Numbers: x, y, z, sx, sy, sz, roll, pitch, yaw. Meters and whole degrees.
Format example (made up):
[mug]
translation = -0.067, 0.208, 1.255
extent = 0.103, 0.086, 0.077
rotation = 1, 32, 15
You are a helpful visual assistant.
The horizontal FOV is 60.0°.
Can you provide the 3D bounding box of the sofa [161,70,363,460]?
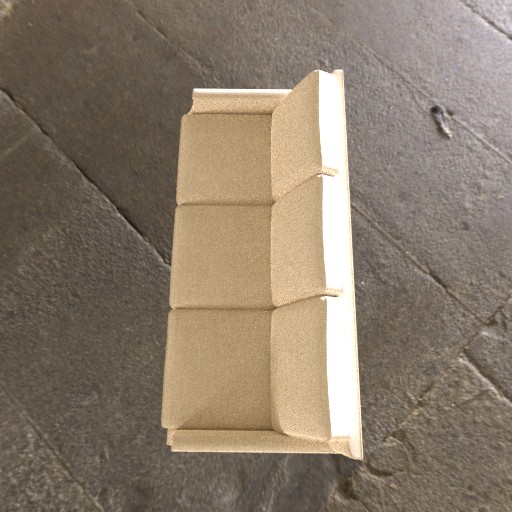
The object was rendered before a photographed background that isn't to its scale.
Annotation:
[sofa]
translation = 0.000, 0.000, 2.737
extent = 1.041, 0.940, 2.210
rotation = 1, 74, 0
